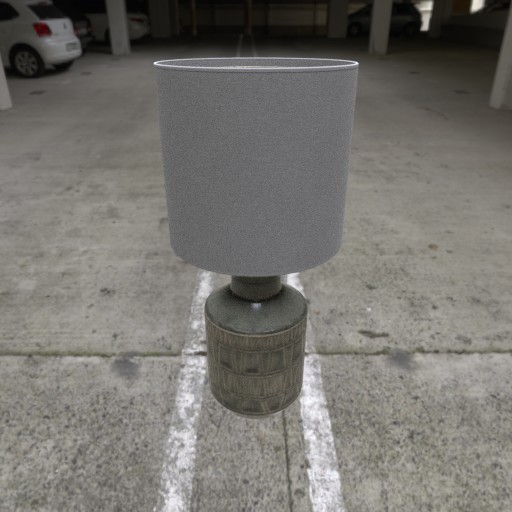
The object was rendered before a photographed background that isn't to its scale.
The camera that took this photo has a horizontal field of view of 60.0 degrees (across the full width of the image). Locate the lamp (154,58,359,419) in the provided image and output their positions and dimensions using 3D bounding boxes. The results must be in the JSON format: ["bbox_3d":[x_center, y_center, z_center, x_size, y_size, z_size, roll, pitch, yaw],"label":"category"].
[{"bbox_3d":[0.000,0.000,0.566,0.211,0.455,0.211,-1,26,-1],"label":"lamp"}]
